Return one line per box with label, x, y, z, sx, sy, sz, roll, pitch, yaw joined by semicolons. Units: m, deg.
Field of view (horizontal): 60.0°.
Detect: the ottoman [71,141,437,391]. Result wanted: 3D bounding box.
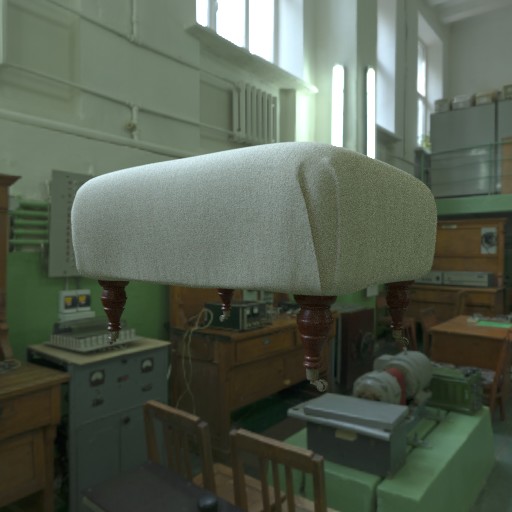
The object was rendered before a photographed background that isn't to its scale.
ottoman;0.000;0.000;1.102;0.747;0.450;0.622;1;2;37
